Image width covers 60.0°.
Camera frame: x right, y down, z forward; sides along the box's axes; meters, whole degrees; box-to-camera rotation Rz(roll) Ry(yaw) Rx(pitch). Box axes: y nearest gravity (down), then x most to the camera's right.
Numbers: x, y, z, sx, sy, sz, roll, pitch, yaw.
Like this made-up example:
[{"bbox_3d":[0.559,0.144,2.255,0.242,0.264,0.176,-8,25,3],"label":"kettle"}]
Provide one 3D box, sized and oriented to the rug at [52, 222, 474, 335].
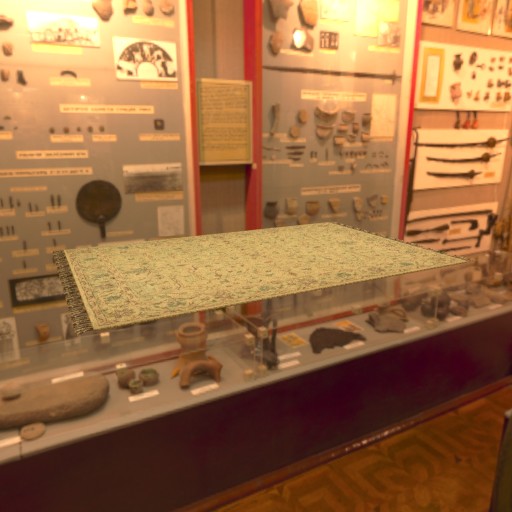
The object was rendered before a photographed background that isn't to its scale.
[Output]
[{"bbox_3d":[0.000,0.000,2.995,2.435,0.010,1.544,-8,17,-26],"label":"rug"}]
